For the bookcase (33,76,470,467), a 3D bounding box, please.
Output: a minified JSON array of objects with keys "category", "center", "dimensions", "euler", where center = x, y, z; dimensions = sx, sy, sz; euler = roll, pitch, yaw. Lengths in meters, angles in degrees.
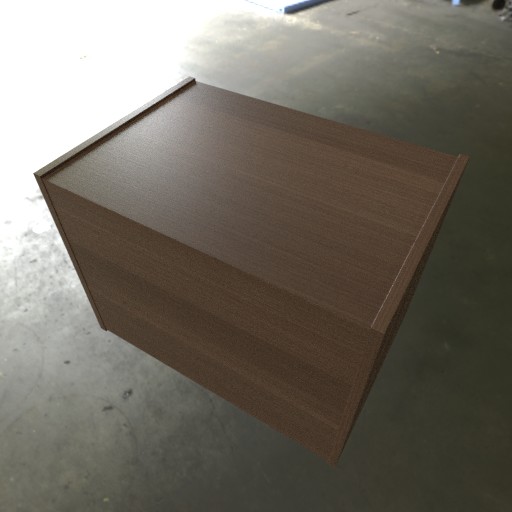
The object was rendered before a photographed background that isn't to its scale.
[{"category":"bookcase","center":[0.000,0.000,0.622],"dimensions":[0.415,0.305,0.290],"euler":[24,51,21]}]
